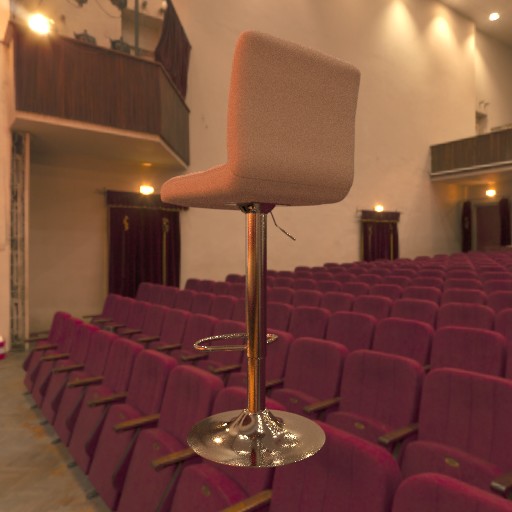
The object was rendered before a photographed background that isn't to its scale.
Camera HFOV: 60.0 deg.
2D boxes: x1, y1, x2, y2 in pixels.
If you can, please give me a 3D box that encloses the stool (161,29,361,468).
[{"bbox_3d":[0.000,0.000,1.369,0.430,1.115,0.505,0,1,-36],"label":"stool"}]
